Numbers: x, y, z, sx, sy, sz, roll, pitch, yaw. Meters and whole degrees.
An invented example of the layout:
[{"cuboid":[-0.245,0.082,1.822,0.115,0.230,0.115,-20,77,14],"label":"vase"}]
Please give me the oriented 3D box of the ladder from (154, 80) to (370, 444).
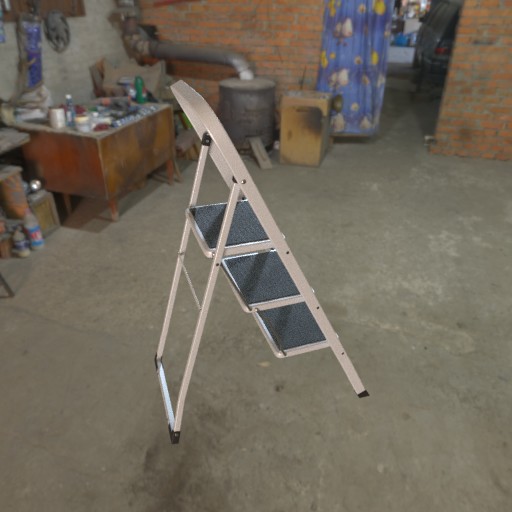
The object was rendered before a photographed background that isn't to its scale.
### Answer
[{"cuboid":[0.000,0.000,1.425,0.711,1.050,0.460,-10,32,-16],"label":"ladder"}]
